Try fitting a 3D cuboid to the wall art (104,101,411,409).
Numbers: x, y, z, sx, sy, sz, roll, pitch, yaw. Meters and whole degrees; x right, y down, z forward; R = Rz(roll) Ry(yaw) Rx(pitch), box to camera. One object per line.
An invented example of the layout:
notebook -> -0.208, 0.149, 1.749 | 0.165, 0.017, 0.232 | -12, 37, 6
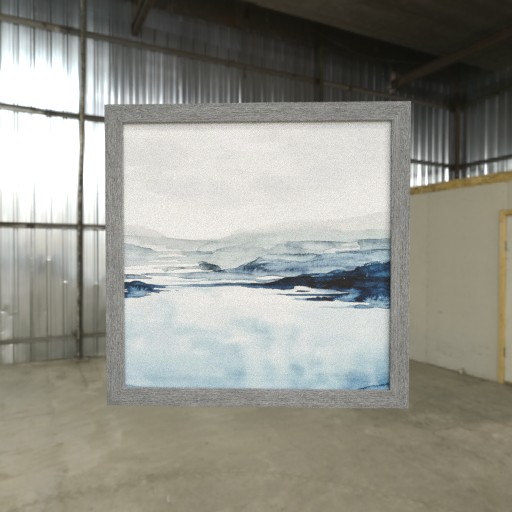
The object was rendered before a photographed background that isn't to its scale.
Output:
wall art -> 0.000, 0.000, 1.008 | 0.685, 0.685, 0.020 | 0, 1, 2
